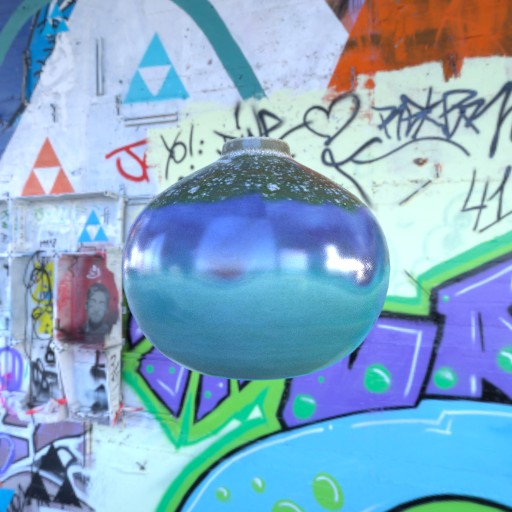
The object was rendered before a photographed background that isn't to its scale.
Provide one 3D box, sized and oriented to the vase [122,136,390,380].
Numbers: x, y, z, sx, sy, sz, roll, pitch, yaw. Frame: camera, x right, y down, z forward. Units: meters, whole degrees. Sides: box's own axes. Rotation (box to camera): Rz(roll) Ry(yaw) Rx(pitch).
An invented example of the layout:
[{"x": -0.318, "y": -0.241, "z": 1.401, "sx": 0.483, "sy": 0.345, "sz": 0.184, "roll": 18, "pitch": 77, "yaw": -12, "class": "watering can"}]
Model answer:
[{"x": 0.000, "y": 0.000, "z": 0.265, "sx": 0.154, "sy": 0.133, "sz": 0.154, "roll": 0, "pitch": 0, "yaw": 0, "class": "vase"}]
